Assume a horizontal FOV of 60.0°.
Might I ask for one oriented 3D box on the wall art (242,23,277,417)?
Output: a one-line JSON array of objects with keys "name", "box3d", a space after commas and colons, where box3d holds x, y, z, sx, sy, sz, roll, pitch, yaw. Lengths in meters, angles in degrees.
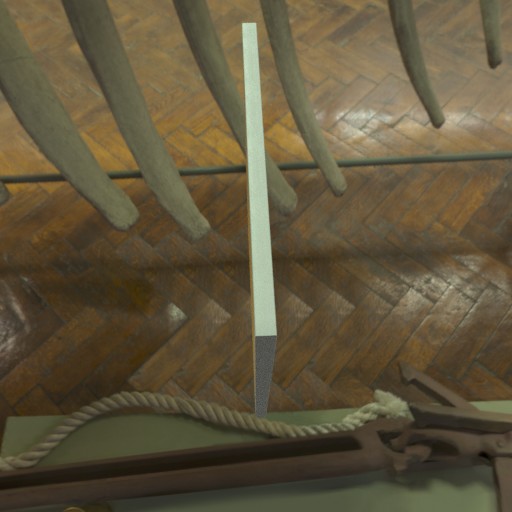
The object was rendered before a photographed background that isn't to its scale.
[{"name": "wall art", "box3d": [0.000, 0.000, 0.745, 0.020, 0.536, 0.444, -2, 63, -1]}]
